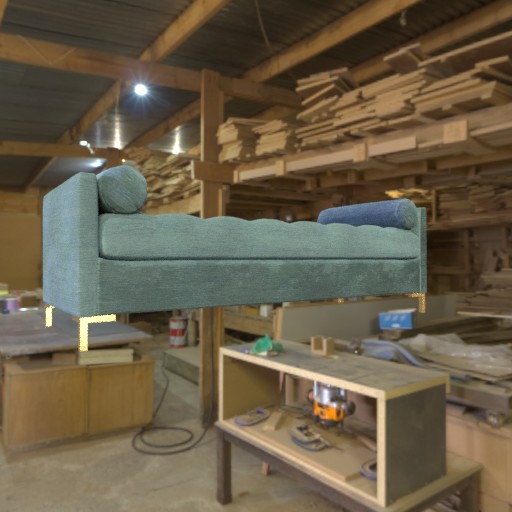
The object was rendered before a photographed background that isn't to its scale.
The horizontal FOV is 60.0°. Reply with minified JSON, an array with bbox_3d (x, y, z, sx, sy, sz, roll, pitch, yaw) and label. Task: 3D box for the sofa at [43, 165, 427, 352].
[{"bbox_3d":[0.000,0.000,2.495,2.102,0.705,0.796,0,0,-34],"label":"sofa"}]
